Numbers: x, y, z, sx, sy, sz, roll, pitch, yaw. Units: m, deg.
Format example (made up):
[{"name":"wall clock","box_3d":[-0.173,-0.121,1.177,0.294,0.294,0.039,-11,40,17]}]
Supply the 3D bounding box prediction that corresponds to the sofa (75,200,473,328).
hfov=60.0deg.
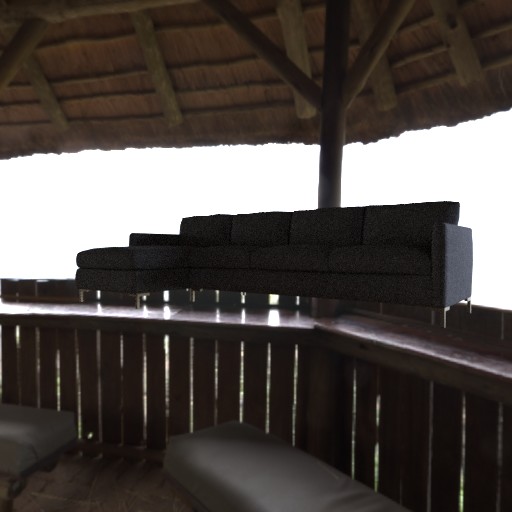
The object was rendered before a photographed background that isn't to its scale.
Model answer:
[{"name":"sofa","box_3d":[0.000,0.000,3.488,2.932,0.810,1.350,1,1,36]}]
